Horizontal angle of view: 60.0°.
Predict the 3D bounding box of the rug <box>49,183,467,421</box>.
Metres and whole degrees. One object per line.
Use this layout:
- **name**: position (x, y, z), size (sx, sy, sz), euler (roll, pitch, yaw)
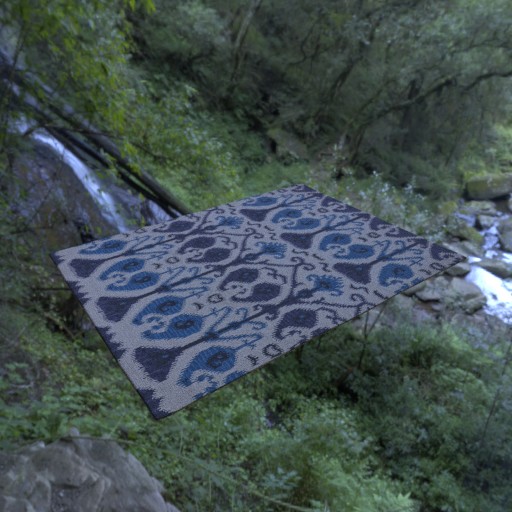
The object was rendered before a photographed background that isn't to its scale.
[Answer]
- **rug**: position (0.000, 0.000, 4.264), size (3.228, 0.024, 2.443), euler (-20, 36, -31)
